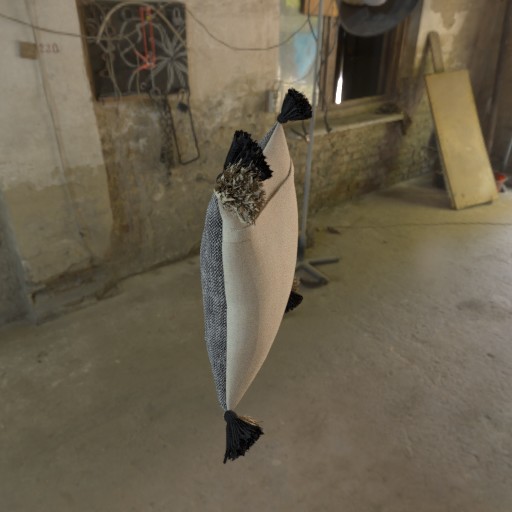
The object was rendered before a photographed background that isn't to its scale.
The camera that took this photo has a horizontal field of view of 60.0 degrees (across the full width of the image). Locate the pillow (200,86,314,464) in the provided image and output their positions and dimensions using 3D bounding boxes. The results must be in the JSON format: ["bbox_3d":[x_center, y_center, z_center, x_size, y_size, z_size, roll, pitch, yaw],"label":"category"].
[{"bbox_3d":[0.000,0.000,0.986,0.170,0.659,0.654,7,30,12],"label":"pillow"}]
